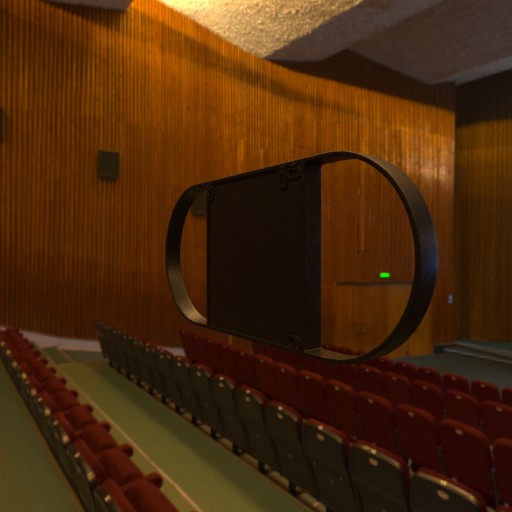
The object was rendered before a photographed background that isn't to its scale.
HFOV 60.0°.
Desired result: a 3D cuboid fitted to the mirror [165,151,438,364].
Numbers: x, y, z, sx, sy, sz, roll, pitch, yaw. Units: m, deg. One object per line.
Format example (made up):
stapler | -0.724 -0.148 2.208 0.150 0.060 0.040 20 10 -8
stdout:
mirror | 0.000 0.000 0.675 0.032 0.254 0.584 -1 1 -36
